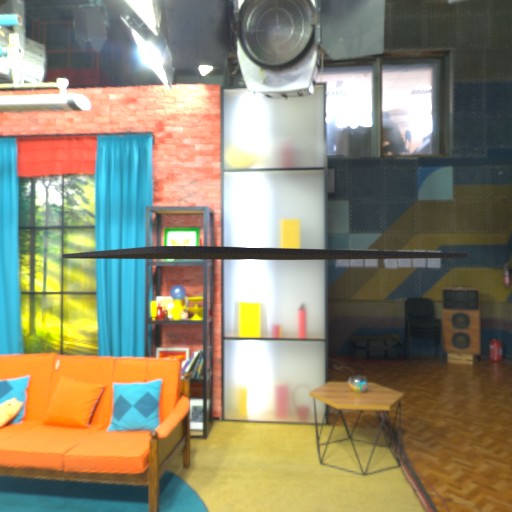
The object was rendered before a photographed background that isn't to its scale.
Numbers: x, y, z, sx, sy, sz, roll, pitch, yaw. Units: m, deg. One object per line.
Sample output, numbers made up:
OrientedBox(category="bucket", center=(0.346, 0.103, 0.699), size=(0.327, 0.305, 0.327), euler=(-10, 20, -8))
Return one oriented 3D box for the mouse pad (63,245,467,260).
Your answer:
OrientedBox(category="mouse pad", center=(0.000, 0.000, 0.321), size=(0.229, 0.003, 0.203), euler=(1, -1, -35))
